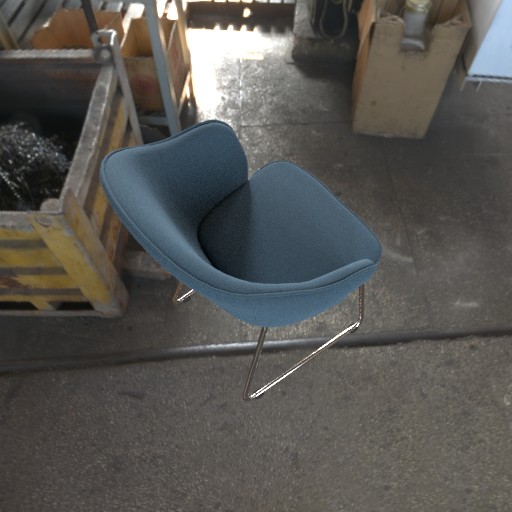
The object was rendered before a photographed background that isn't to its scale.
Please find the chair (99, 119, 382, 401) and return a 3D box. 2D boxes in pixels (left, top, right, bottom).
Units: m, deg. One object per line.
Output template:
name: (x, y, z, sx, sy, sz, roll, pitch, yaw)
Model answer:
chair: (0.000, 0.000, 1.193, 0.585, 0.815, 0.570, -33, 63, -19)
